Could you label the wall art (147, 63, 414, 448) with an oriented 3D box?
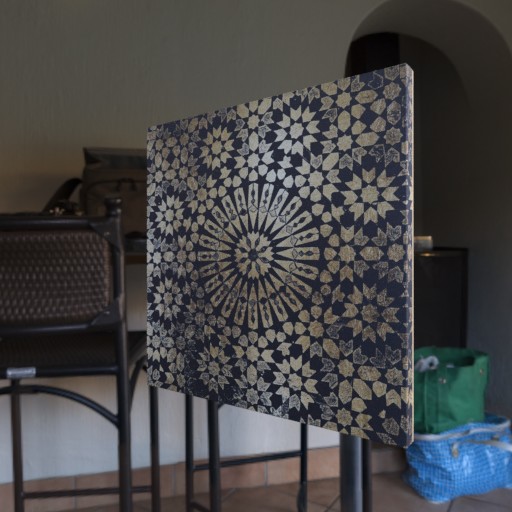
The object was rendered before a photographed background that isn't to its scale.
[{"bbox_3d":[0.000,0.000,0.892,0.612,0.612,0.038,0,0,35],"label":"wall art"}]
